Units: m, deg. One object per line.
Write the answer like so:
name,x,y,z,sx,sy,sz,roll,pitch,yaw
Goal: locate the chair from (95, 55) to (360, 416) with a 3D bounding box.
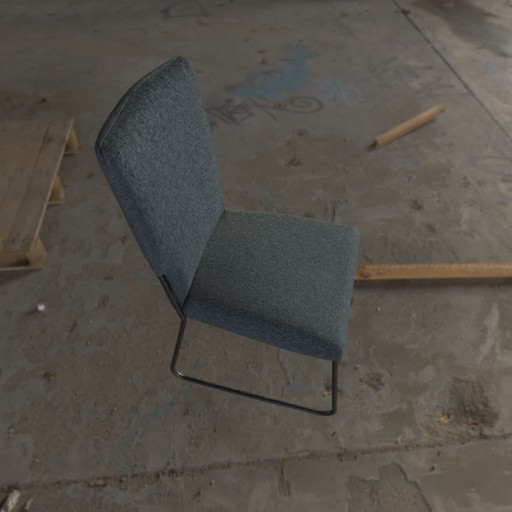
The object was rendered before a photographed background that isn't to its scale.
chair,0.000,0.000,1.279,0.635,0.931,0.480,11,49,9
